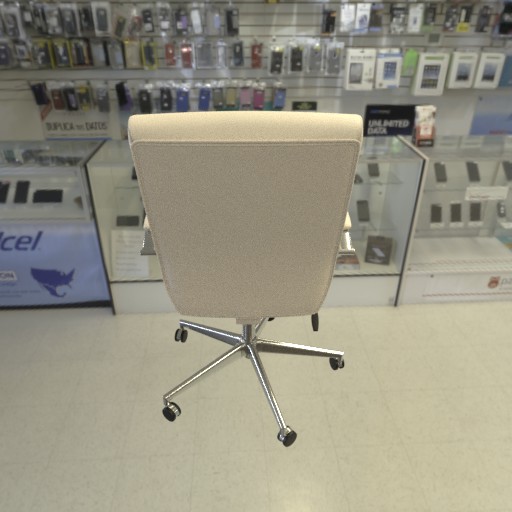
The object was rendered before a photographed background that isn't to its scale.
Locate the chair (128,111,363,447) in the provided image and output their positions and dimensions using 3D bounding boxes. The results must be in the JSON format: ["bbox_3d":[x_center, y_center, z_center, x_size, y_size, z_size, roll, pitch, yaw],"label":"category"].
[{"bbox_3d":[0.000,0.000,1.561,0.727,1.099,0.745,0,30,-1],"label":"chair"}]
